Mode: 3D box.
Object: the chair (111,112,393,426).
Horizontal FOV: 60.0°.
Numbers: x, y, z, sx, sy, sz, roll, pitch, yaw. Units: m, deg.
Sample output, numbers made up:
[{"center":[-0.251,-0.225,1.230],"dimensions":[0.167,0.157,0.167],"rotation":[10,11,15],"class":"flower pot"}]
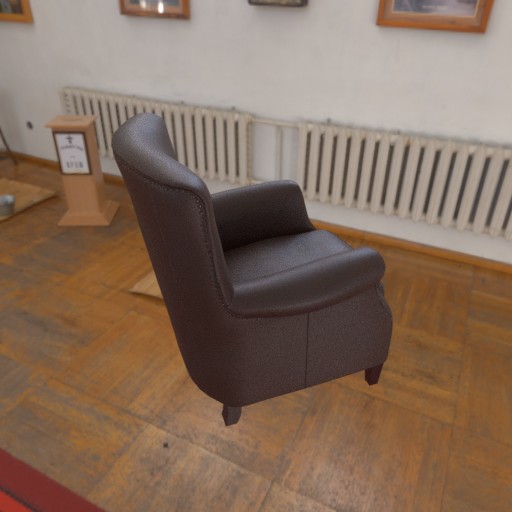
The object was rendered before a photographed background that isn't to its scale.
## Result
[{"center":[0.000,0.000,1.374],"dimensions":[0.746,0.800,0.700],"rotation":[-9,31,-16],"class":"chair"}]
